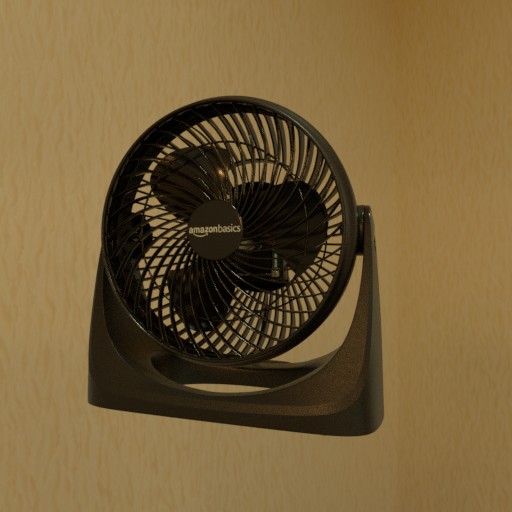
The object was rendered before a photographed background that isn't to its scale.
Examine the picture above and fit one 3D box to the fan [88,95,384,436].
[{"bbox_3d":[0.000,0.000,0.484,0.273,0.277,0.256,0,-1,18],"label":"fan"}]
